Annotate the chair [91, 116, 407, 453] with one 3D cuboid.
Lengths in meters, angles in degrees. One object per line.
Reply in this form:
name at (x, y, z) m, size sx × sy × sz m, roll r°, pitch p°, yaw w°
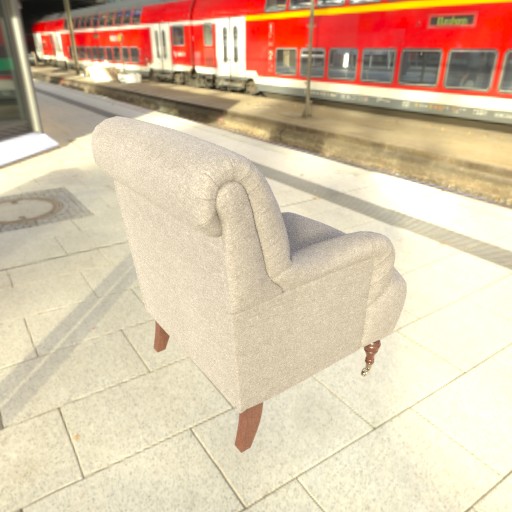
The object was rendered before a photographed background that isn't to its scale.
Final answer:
chair at (0.000, 0.000, 1.567) m, size 0.843 × 0.942 × 0.766 m, roll -17°, pitch 31°, yaw -32°
